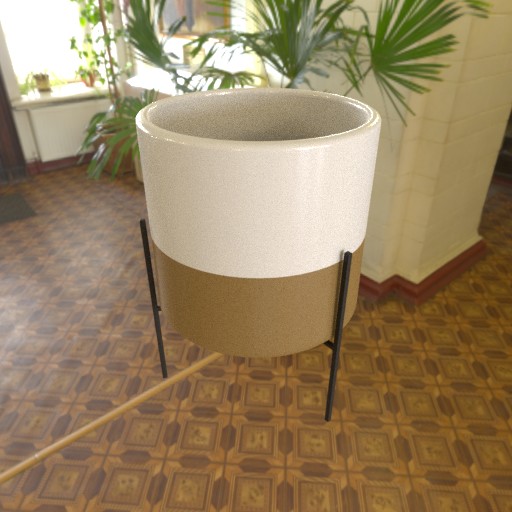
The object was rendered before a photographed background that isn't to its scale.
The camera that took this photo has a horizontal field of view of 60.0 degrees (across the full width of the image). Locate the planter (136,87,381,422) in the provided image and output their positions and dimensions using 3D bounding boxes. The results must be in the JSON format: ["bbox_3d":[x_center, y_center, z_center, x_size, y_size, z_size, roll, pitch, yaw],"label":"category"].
[{"bbox_3d":[0.000,0.000,0.667,0.310,0.432,0.310,2,31,3],"label":"planter"}]
